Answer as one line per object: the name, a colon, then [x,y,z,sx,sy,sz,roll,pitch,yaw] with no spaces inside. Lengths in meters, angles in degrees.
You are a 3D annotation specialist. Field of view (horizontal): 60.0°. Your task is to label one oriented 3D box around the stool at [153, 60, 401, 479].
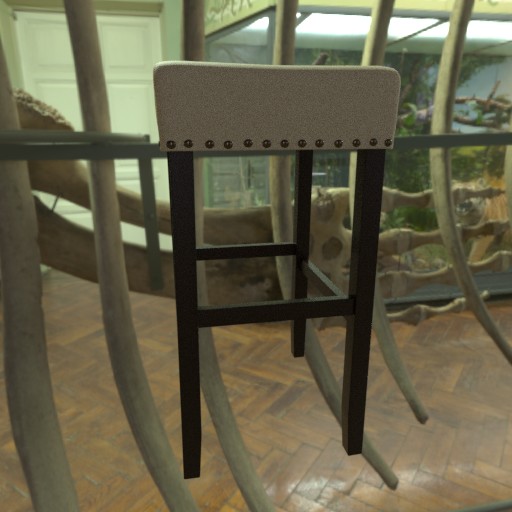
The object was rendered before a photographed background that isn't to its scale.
stool: [0.000,0.000,1.004,0.401,0.762,0.471,-3,17,-11]
